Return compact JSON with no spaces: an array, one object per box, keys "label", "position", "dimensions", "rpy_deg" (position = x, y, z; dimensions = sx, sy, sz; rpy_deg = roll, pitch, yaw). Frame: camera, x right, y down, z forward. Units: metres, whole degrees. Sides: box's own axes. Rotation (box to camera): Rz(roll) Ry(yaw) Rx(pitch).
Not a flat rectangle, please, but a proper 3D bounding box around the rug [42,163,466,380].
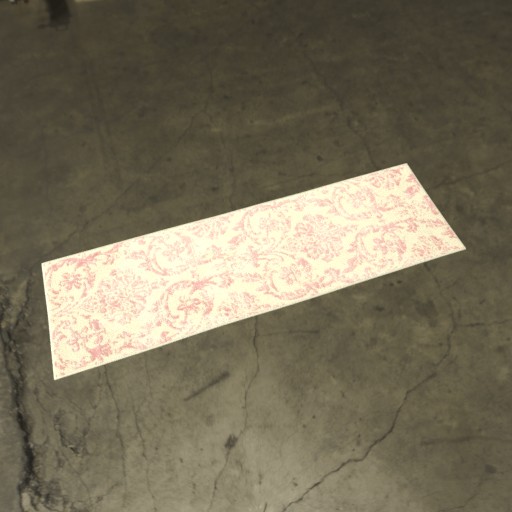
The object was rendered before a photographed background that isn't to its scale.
[{"label":"rug","position":[0.000,0.000,2.390],"dimensions":[2.196,0.011,0.662],"rpy_deg":[-16,60,-10]}]
